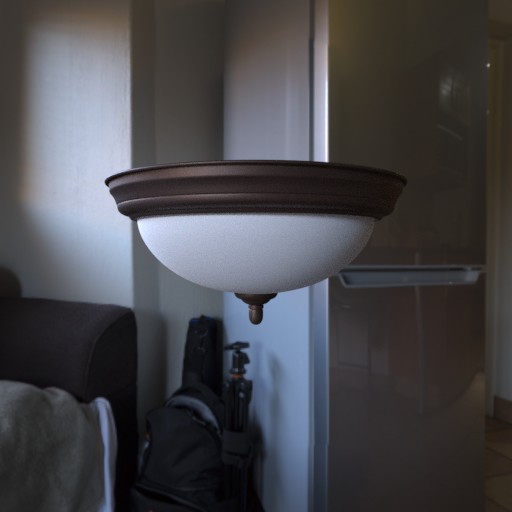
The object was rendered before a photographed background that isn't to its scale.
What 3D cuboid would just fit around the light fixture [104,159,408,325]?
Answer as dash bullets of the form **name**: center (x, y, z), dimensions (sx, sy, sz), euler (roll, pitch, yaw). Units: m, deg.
- **light fixture**: center (0.000, 0.000, 0.433), dimensions (0.280, 0.135, 0.280), euler (0, 1, 0)
